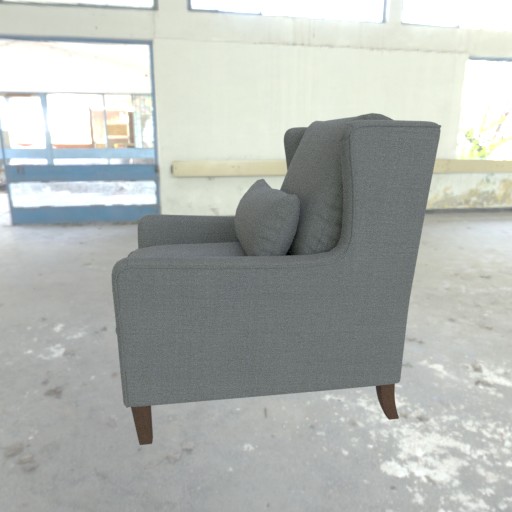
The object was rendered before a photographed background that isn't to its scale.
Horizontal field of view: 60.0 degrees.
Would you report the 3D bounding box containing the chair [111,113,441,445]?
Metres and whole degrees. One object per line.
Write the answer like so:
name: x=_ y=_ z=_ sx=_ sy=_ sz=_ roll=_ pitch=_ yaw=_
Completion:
chair: x=0.000 y=0.000 z=1.759 sx=1.040 sy=1.056 sz=0.866 roll=-2 pitch=15 yaw=-9
